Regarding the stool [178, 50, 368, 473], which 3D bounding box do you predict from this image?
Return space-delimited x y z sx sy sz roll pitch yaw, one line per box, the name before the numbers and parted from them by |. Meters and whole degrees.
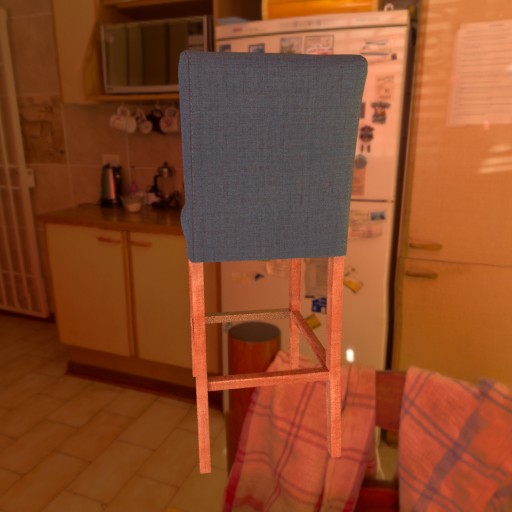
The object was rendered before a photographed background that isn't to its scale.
stool | 0.000 0.000 1.382 0.454 1.088 0.574 -3 16 -9
